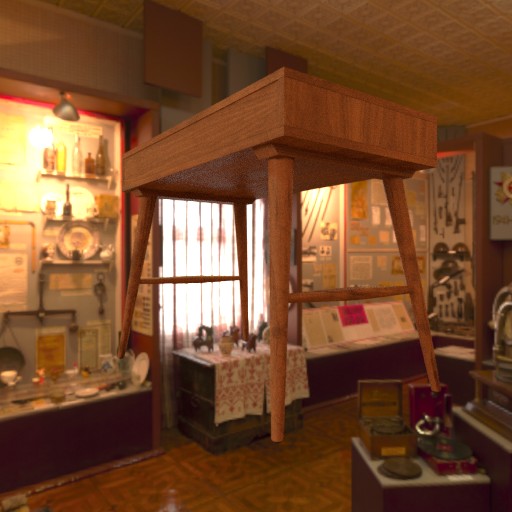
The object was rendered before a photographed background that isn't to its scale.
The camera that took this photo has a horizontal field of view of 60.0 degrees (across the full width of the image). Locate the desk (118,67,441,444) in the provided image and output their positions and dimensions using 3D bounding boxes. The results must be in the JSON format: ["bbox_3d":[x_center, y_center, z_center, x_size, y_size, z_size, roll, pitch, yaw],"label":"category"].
[{"bbox_3d":[0.000,0.000,1.435,0.588,0.758,0.949,0,0,-36],"label":"desk"}]
